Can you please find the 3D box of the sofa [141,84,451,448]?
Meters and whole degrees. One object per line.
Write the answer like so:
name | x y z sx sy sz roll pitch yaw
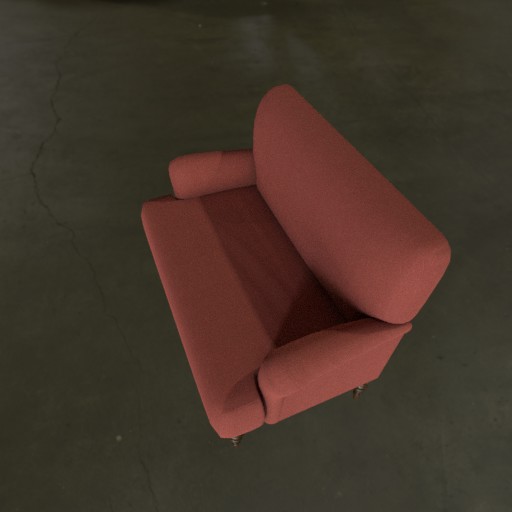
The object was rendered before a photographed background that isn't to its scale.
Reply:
sofa | 0.000 0.000 1.854 0.779 0.889 1.297 -16 48 -15
